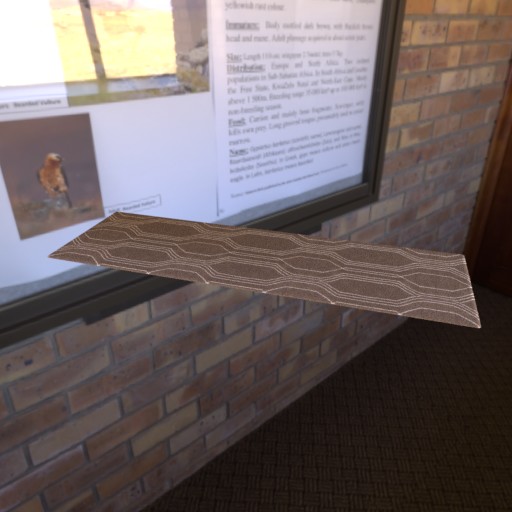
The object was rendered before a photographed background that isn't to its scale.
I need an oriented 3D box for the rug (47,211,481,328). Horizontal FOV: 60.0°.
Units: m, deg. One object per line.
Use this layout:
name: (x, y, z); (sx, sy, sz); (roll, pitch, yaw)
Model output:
rug: (0.000, 0.000, 2.742); (2.464, 0.012, 0.773); (8, 29, 15)
